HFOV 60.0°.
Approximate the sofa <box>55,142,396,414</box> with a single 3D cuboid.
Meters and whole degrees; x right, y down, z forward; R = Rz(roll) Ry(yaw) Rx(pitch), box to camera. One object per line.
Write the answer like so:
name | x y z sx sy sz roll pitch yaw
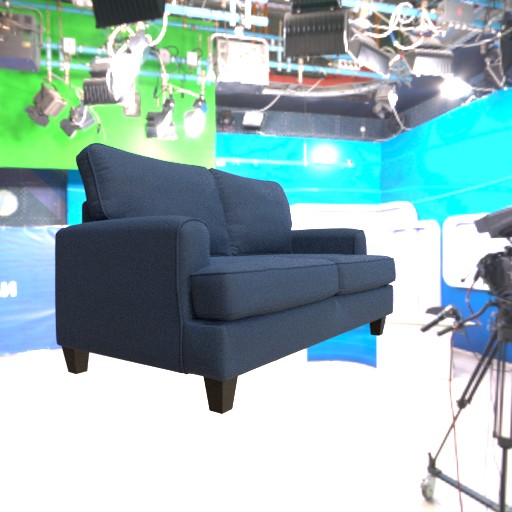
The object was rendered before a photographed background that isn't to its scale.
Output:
sofa | 0.000 0.000 2.249 0.965 0.965 1.651 1 2 35
